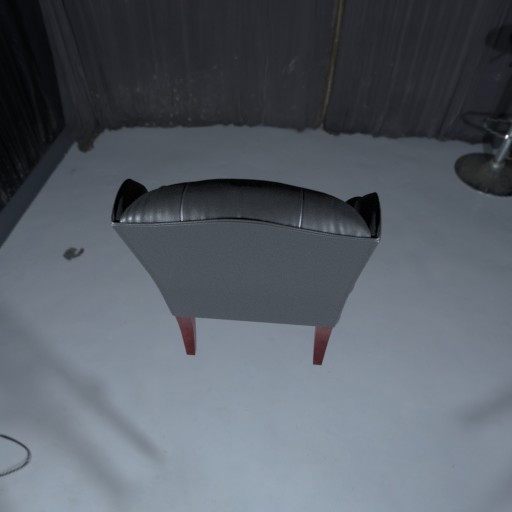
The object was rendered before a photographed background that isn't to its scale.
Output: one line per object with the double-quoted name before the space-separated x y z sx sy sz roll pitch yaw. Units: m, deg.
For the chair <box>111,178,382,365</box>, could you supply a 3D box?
"chair" 0.000 0.000 1.687 0.838 1.111 0.762 4 47 3
